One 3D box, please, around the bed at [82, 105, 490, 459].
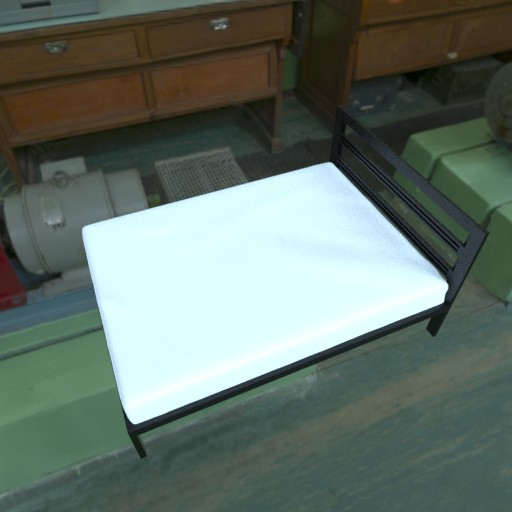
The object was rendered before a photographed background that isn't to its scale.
[{"bbox_3d":[0.000,0.000,2.897,2.062,0.967,1.524,-17,49,-16],"label":"bed"}]
